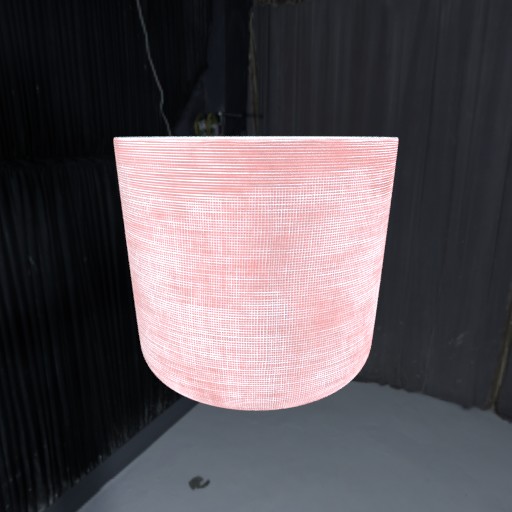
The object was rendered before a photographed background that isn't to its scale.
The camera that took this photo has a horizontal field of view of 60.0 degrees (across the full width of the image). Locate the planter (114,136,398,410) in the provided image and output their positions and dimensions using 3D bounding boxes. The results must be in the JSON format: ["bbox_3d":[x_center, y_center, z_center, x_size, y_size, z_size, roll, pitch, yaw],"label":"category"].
[{"bbox_3d":[0.000,0.000,0.769,0.440,0.398,0.440,0,15,0],"label":"planter"}]
